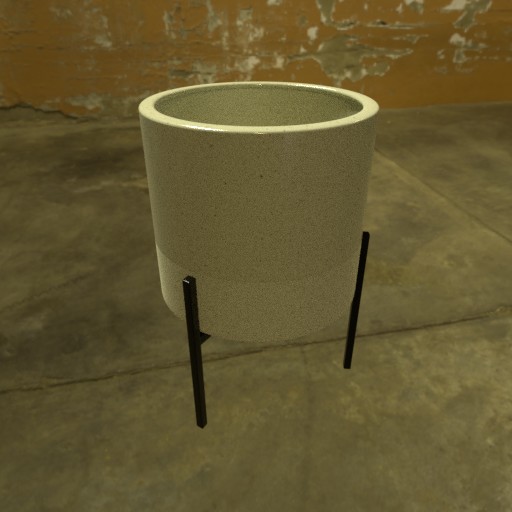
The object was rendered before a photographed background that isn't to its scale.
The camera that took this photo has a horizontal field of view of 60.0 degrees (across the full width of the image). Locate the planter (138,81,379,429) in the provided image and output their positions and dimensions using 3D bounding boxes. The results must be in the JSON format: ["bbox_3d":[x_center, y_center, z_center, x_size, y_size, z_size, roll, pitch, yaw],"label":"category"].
[{"bbox_3d":[0.000,0.000,0.342,0.152,0.230,0.159,18,35,28],"label":"planter"}]
